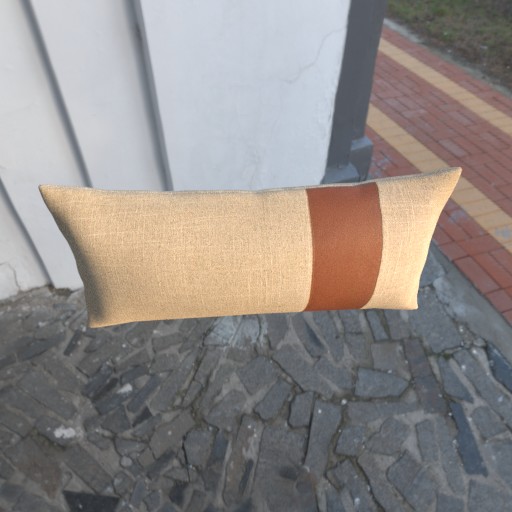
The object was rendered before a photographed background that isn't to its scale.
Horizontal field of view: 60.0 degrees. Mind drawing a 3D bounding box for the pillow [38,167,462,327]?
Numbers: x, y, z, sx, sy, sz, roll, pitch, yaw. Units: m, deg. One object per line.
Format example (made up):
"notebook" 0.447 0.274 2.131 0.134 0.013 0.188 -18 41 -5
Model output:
"pillow" 0.000 0.000 0.724 0.612 0.282 0.155 -3 47 -3
